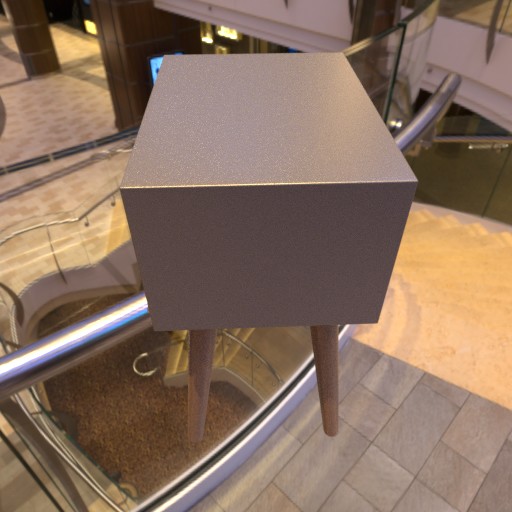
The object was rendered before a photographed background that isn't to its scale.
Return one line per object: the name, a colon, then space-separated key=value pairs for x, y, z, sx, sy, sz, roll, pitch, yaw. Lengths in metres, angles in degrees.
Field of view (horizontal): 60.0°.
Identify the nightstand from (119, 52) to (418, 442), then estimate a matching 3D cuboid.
nightstand: x=0.000 y=0.000 z=0.715 sx=0.288 sy=0.508 sz=0.370 roll=-2 pitch=42 yaw=-2
